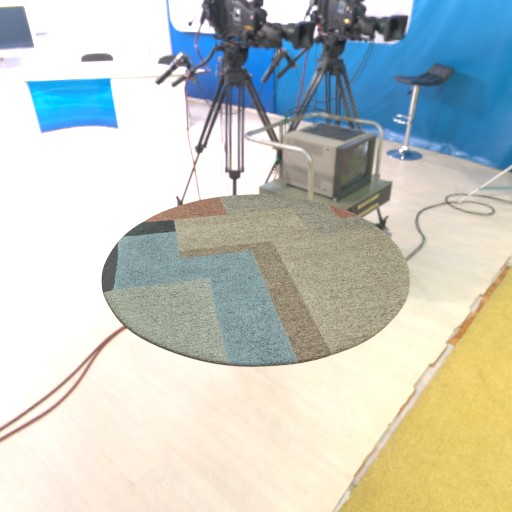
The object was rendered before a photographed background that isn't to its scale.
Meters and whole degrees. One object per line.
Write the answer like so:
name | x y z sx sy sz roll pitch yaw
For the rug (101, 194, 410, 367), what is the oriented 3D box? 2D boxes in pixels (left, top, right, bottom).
rug | 0.000 0.000 3.680 2.461 0.033 2.461 0 32 0
